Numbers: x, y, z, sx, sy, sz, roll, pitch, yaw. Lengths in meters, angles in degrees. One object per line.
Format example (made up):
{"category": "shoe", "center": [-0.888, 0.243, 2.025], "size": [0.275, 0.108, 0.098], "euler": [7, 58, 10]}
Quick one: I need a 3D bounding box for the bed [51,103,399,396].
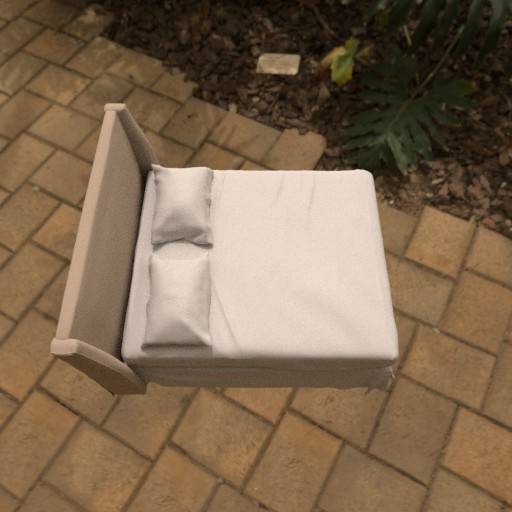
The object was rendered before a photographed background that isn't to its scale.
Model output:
{"category": "bed", "center": [0.000, 0.000, 3.433], "size": [2.276, 1.332, 1.925], "euler": [0, 62, 0]}
